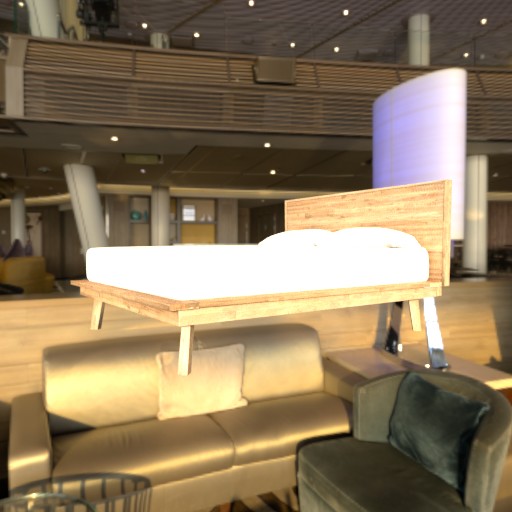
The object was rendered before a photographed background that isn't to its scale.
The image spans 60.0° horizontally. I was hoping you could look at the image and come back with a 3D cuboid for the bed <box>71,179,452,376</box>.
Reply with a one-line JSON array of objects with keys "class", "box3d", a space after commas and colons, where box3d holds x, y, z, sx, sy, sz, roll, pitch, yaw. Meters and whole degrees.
[{"class": "bed", "box3d": [0.000, 0.000, 3.209, 2.145, 1.071, 1.759, -1, 2, -36]}]
